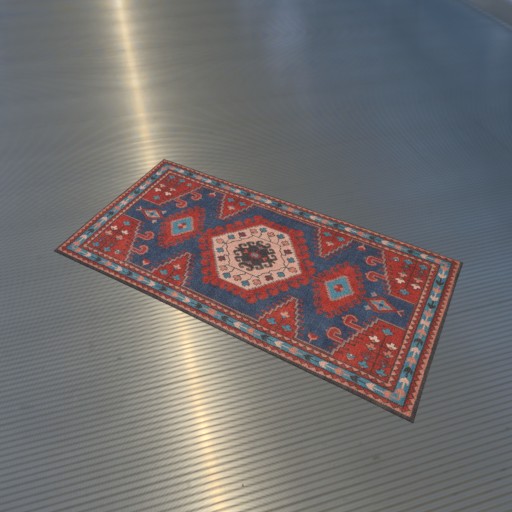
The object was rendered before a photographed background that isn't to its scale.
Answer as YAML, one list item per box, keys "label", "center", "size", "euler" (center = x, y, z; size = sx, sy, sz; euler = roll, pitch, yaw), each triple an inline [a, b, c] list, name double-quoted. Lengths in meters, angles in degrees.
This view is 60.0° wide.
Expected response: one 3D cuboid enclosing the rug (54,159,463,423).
- label: "rug"
  center: [0.000, 0.000, 3.660]
  size: [3.032, 0.034, 1.522]
  euler: [22, 50, 19]
